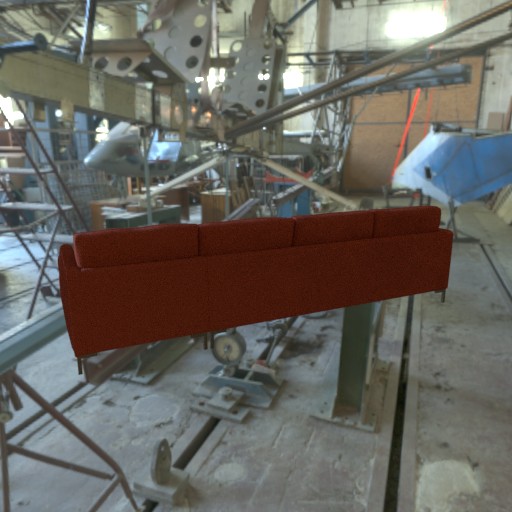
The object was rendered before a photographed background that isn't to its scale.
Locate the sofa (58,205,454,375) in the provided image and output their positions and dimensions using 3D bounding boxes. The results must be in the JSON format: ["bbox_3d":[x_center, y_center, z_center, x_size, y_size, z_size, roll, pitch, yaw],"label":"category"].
[{"bbox_3d":[0.000,0.000,3.581,2.932,0.810,1.350,-6,15,-24],"label":"sofa"}]
